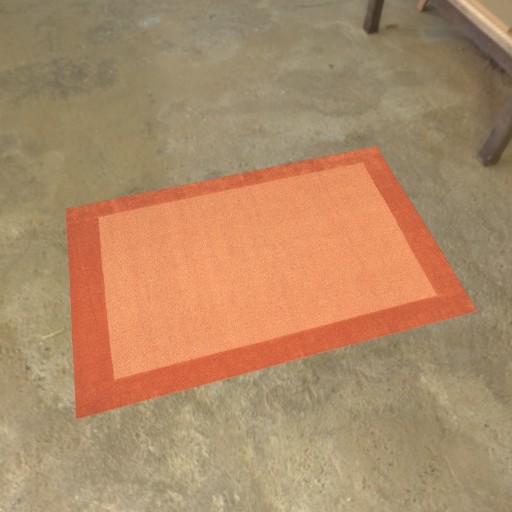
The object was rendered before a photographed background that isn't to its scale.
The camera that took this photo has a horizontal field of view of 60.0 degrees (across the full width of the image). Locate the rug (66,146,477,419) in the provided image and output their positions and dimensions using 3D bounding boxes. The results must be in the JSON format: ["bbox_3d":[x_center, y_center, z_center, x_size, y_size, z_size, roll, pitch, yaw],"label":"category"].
[{"bbox_3d":[0.000,0.000,2.980,2.438,0.014,1.524,-13,57,-8],"label":"rug"}]
